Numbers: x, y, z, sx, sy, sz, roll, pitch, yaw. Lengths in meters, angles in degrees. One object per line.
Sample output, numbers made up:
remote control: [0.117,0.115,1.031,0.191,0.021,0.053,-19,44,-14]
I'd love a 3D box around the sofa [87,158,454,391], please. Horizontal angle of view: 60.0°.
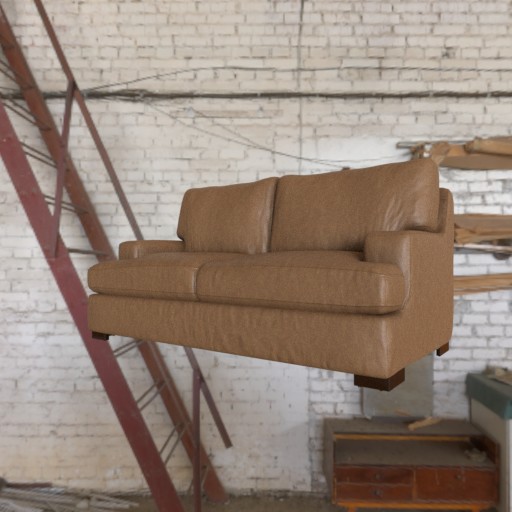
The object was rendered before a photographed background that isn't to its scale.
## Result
sofa: [0.000,0.000,2.438,1.855,0.980,0.962,0,0,36]
